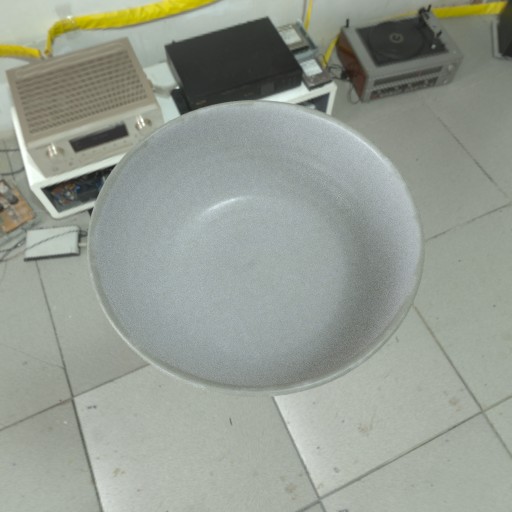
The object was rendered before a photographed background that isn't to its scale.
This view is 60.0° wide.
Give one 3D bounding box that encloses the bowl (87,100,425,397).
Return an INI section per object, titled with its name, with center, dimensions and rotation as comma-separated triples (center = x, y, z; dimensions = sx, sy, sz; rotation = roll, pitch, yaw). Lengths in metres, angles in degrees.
[bowl]
center = 0.000, 0.000, 0.408
dimensions = 0.268, 0.121, 0.268
rotation = 0, 64, 0
